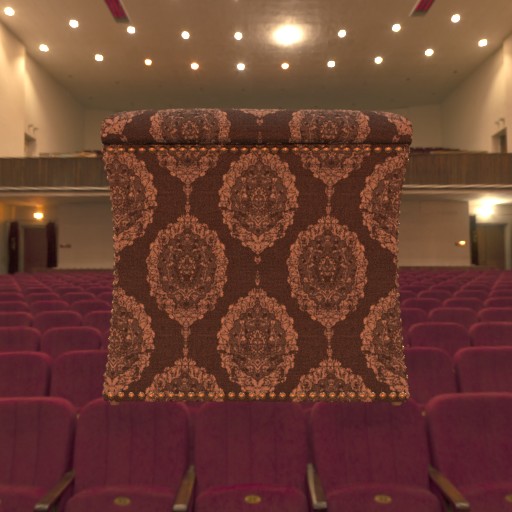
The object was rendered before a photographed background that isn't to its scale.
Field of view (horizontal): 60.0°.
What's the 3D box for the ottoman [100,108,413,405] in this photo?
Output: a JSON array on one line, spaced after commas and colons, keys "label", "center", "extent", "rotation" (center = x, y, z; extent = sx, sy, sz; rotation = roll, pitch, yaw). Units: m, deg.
[{"label": "ottoman", "center": [0.000, 0.000, 0.907], "extent": [0.497, 0.475, 0.507], "rotation": [0, -2, 0]}]
